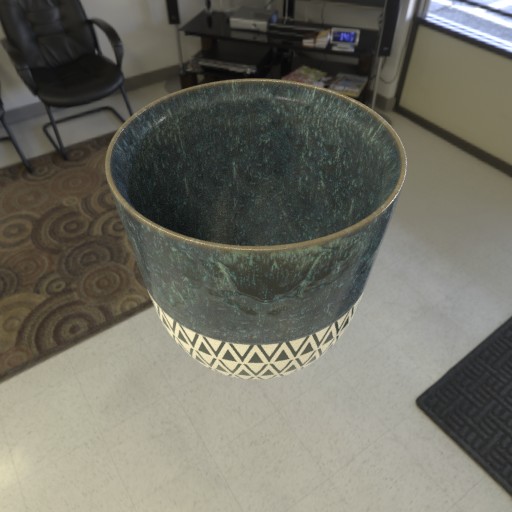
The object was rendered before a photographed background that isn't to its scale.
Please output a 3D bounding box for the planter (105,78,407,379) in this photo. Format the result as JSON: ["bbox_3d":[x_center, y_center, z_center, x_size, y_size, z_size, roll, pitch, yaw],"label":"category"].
[{"bbox_3d":[0.000,0.000,0.370,0.195,0.214,0.195,0,46,0],"label":"planter"}]
